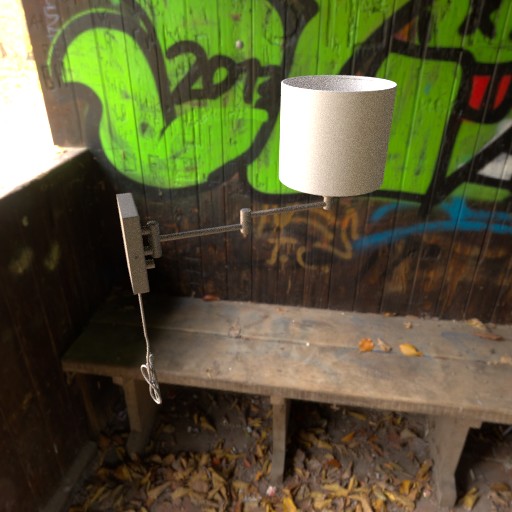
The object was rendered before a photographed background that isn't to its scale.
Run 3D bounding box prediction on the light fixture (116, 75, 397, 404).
[{"bbox_3d":[0.000,0.000,0.905,0.516,0.651,0.203,-10,30,-17],"label":"light fixture"}]
